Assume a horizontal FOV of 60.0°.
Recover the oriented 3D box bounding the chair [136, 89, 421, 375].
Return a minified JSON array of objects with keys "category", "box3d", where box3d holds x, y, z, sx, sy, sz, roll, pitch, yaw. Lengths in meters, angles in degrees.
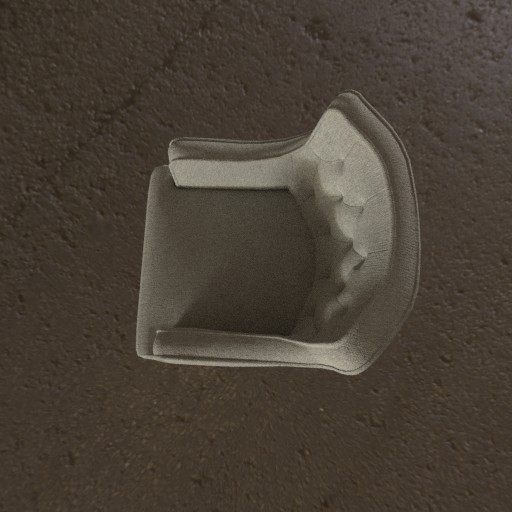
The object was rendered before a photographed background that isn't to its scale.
[{"category":"chair","box3d":[0.000,0.000,1.622,0.910,0.920,0.820,1,76,0]}]
